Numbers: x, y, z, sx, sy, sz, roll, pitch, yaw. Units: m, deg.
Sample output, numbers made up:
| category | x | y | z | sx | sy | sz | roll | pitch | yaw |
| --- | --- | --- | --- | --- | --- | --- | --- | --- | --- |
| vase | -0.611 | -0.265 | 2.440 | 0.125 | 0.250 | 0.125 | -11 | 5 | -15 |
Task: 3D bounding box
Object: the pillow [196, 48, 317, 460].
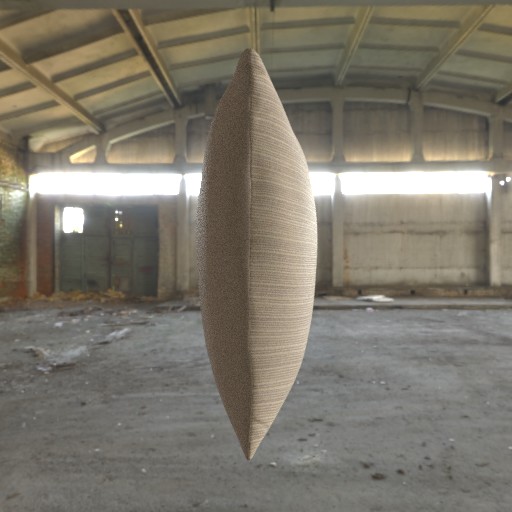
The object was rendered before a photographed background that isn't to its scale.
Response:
| category | x | y | z | sx | sy | sz | roll | pitch | yaw |
| --- | --- | --- | --- | --- | --- | --- | --- | --- | --- |
| pillow | 0.000 | 0.000 | 0.781 | 0.204 | 0.497 | 0.512 | 0 | -1 | 1 |
